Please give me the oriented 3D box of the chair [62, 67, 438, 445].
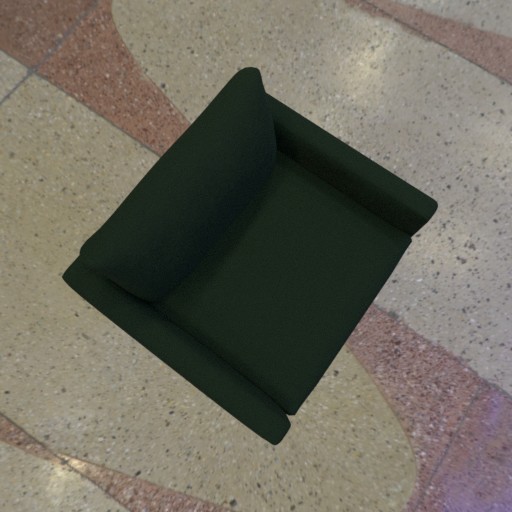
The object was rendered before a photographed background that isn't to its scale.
[{"bbox_3d":[0.000,0.000,1.612,0.866,0.861,0.963,35,78,9],"label":"chair"}]
